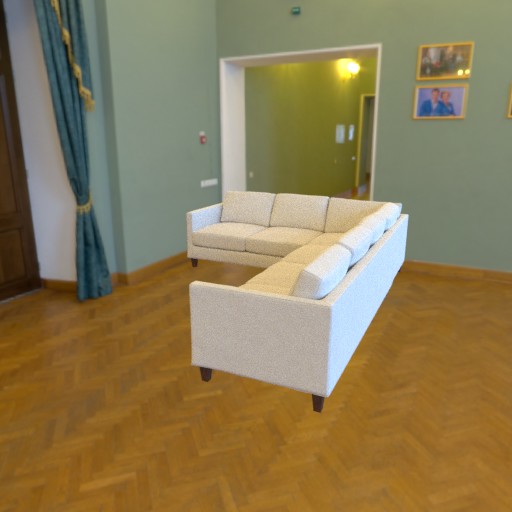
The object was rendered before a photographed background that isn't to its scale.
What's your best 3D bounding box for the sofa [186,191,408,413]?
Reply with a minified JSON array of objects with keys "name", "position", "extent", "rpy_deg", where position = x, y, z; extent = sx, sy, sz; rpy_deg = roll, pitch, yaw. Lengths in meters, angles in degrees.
[{"name":"sofa","position":[0.000,0.000,4.320],"extent":[2.432,0.863,3.182],"rpy_deg":[7,17,25]}]
